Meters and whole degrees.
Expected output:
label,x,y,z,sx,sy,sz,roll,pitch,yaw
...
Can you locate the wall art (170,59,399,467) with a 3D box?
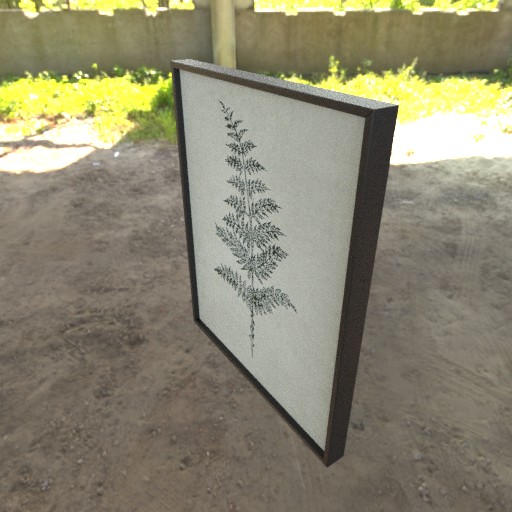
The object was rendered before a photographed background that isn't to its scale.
label,x,y,z,sx,sy,sz,roll,pitch,yaw
wall art,0.000,0.000,0.734,0.039,0.555,0.449,-20,36,-30
